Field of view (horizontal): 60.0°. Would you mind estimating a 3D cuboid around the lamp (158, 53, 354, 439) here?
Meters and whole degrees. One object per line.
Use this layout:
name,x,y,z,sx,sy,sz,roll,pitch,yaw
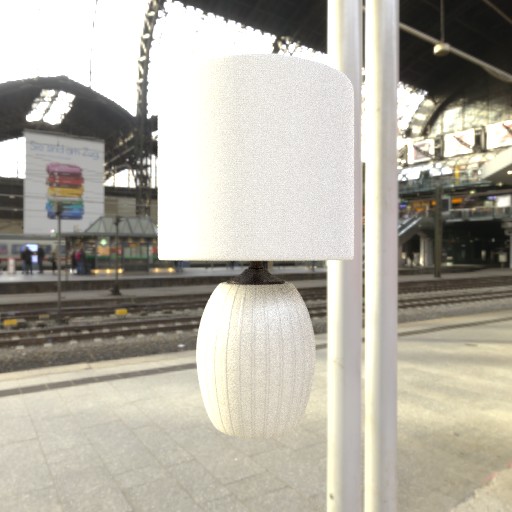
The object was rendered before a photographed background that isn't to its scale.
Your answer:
lamp,0.000,0.000,0.760,0.328,0.570,0.328,0,0,0
